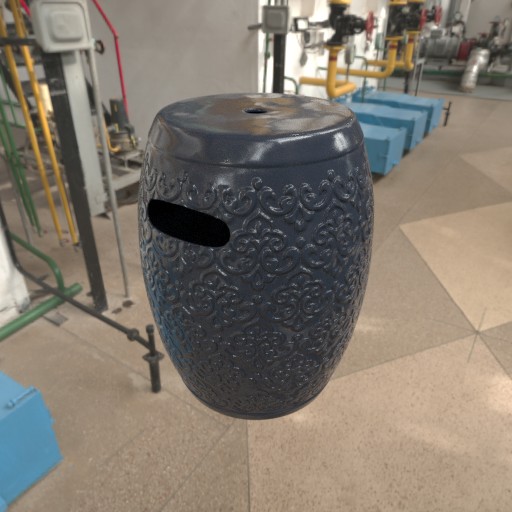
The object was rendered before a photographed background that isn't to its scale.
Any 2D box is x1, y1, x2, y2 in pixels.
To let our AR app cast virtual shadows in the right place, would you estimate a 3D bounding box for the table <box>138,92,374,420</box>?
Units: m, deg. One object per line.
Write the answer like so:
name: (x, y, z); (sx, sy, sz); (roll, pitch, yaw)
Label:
table: (0.000, 0.000, 0.617); (0.309, 0.397, 0.309); (0, 30, 0)
